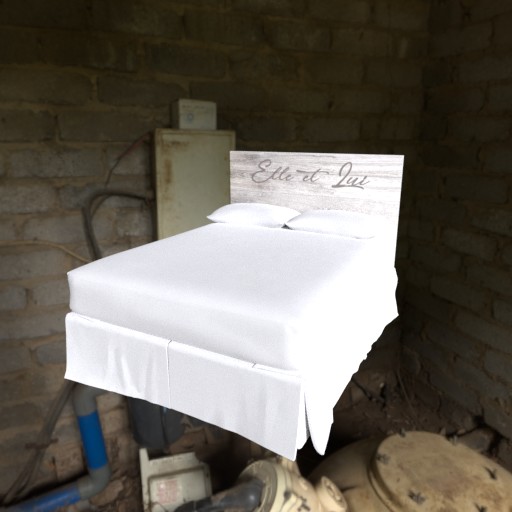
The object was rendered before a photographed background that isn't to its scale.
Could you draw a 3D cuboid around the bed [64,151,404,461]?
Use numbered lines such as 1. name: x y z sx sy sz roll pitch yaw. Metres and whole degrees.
1. bed: 0.000 0.000 3.147 1.745 1.335 2.094 8 18 27
